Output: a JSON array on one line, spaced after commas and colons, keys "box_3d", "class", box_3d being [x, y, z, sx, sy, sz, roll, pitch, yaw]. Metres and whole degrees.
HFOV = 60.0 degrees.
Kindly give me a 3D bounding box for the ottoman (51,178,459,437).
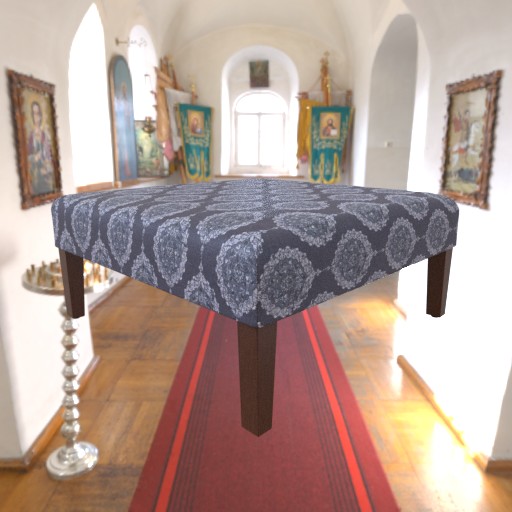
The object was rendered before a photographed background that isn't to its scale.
[{"box_3d": [0.000, 0.000, 1.384, 0.889, 0.409, 0.890, 14, 20, 43], "class": "ottoman"}]
